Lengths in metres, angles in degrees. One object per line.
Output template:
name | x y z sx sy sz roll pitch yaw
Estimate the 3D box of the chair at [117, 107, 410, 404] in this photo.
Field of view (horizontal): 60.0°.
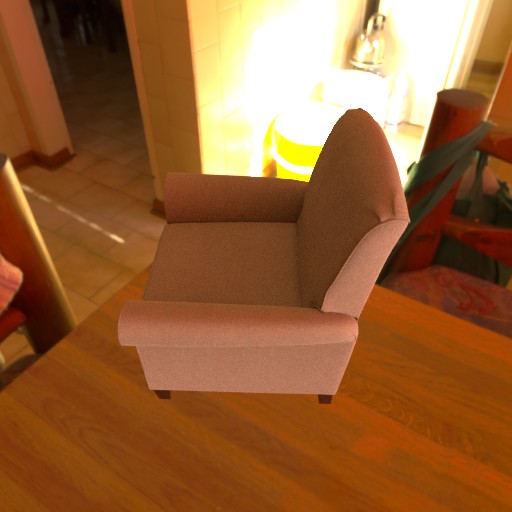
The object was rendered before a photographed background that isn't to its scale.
chair | 0.000 0.000 1.827 0.905 1.061 0.978 1 42 1
